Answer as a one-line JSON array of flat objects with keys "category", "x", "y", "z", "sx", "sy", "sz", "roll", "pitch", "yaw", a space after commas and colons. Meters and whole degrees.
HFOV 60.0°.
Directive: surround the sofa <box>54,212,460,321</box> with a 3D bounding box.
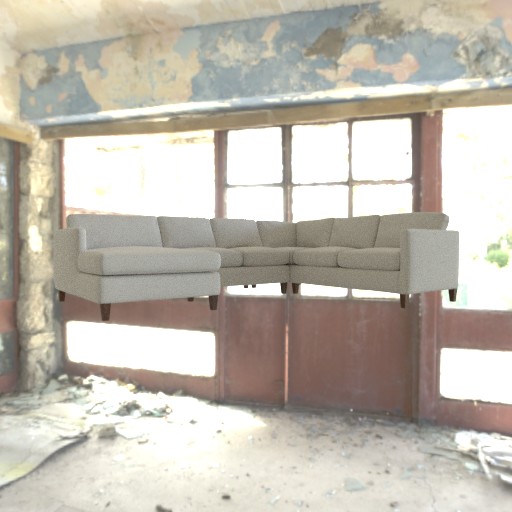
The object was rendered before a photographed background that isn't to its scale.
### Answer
[{"category": "sofa", "x": 0.000, "y": 0.000, "z": 4.637, "sx": 3.459, "sy": 0.956, "sz": 2.593, "roll": -1, "pitch": 2, "yaw": -36}]
